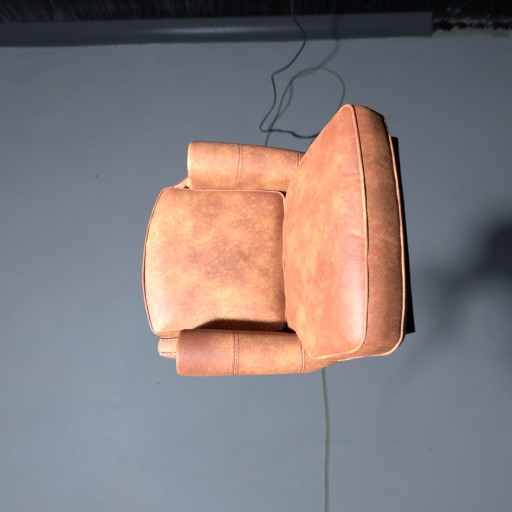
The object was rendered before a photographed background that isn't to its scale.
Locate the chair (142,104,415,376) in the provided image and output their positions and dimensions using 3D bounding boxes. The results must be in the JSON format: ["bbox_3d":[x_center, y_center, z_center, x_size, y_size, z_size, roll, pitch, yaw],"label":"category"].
[{"bbox_3d":[0.000,0.000,1.776,0.986,1.018,0.936,1,74,0],"label":"chair"}]
